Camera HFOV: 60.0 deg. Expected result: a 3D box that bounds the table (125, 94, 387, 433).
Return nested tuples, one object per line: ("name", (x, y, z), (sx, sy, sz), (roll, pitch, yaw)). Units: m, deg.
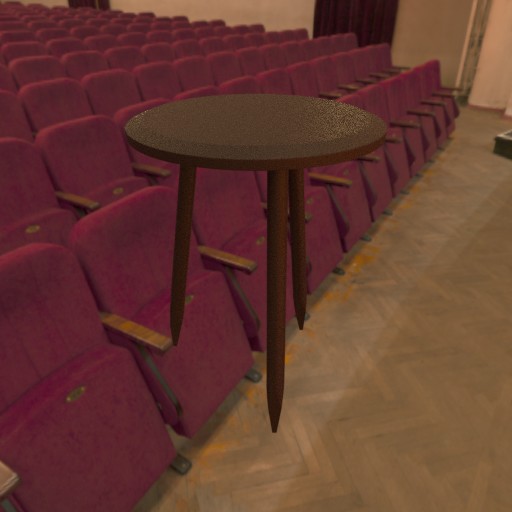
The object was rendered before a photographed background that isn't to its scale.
("table", (0.000, 0.000, 0.939), (0.457, 0.585, 0.457), (0, 30, 0))
